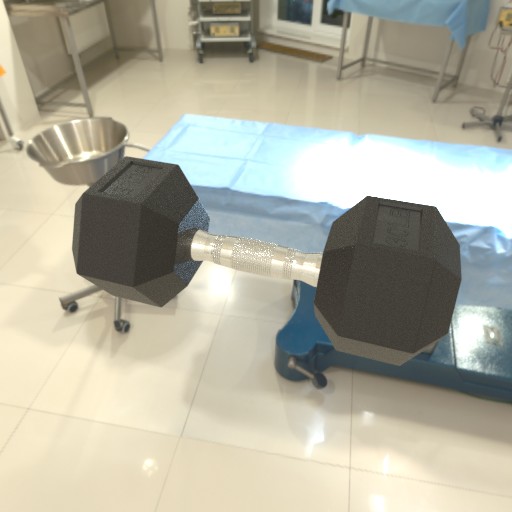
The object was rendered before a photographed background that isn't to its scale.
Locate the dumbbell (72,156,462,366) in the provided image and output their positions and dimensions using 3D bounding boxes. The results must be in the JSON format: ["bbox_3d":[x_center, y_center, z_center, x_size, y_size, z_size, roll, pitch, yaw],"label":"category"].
[{"bbox_3d":[0.000,0.000,0.410,0.337,0.123,0.142,12,41,13],"label":"dumbbell"}]
